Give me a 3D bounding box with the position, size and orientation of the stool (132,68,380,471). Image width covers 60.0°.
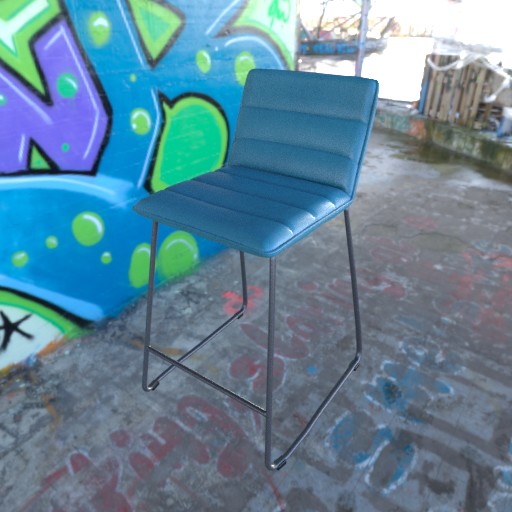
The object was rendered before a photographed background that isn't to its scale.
[{"bbox_3d":[0.000,0.000,1.178,0.489,0.866,0.524,19,34,30],"label":"stool"}]
